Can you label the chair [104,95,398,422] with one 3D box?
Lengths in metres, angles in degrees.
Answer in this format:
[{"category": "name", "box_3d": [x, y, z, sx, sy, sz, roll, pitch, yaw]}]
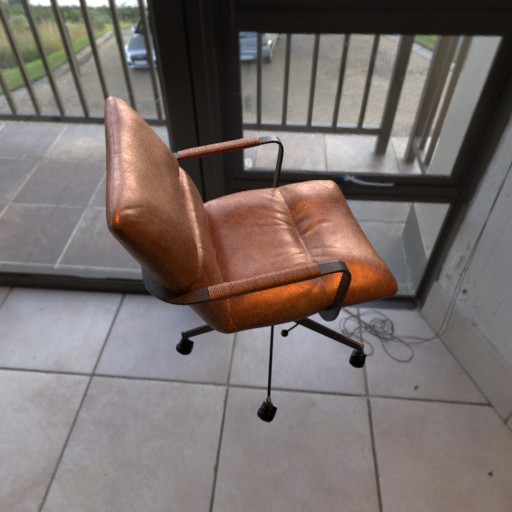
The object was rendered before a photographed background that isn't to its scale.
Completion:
[{"category": "chair", "box_3d": [0.000, 0.000, 1.435, 0.754, 0.922, 0.727, -10, 47, -10]}]
